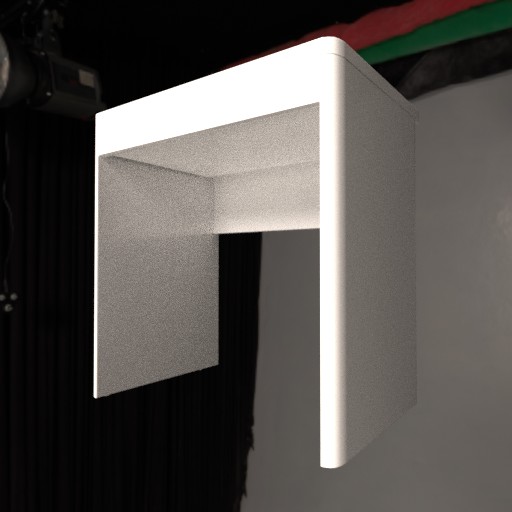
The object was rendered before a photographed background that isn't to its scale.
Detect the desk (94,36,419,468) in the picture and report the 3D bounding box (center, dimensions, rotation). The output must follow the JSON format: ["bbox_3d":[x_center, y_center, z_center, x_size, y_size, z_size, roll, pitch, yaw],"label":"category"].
[{"bbox_3d":[0.000,0.000,1.248,0.762,0.800,0.549,-1,-1,36],"label":"desk"}]
